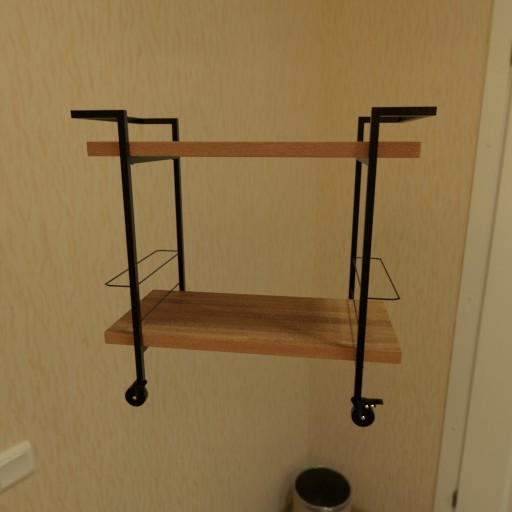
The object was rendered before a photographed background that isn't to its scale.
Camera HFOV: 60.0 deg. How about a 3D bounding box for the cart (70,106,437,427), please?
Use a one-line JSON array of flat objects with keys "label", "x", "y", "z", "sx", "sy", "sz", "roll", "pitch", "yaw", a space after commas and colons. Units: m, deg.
[{"label": "cart", "x": 0.000, "y": 0.000, "z": 1.245, "sx": 0.806, "sy": 0.762, "sz": 0.406, "roll": 2, "pitch": 15, "yaw": 8}]
